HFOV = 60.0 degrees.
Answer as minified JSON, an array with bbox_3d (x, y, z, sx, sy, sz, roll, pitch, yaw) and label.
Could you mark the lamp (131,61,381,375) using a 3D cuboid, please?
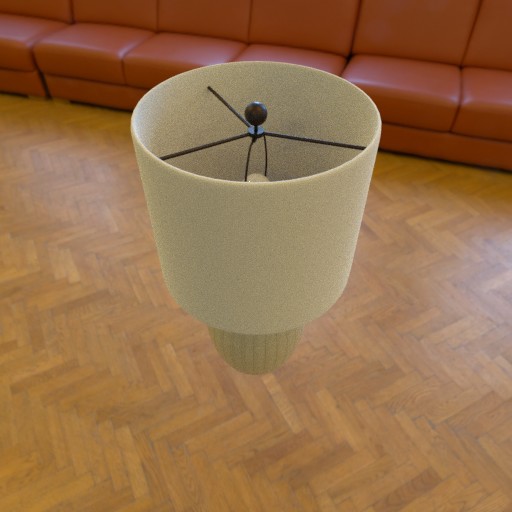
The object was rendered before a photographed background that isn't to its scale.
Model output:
[{"bbox_3d":[0.000,0.000,0.782,0.329,0.570,0.329,12,47,11],"label":"lamp"}]
